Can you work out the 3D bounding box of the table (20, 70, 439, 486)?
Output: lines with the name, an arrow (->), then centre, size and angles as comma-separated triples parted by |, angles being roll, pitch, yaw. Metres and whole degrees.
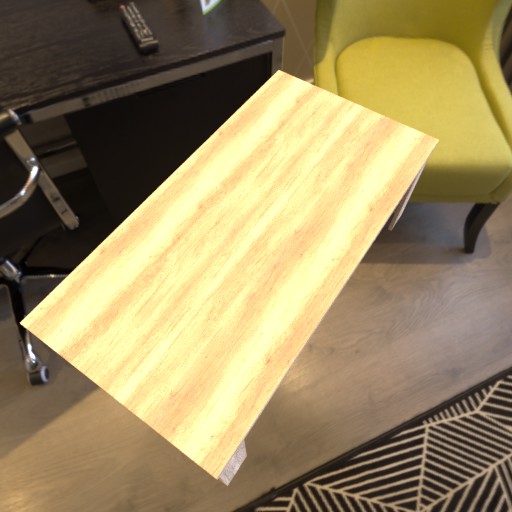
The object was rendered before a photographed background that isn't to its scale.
table -> 0.000, 0.000, 1.639 | 0.700, 0.460, 1.350 | 31, 64, 17
